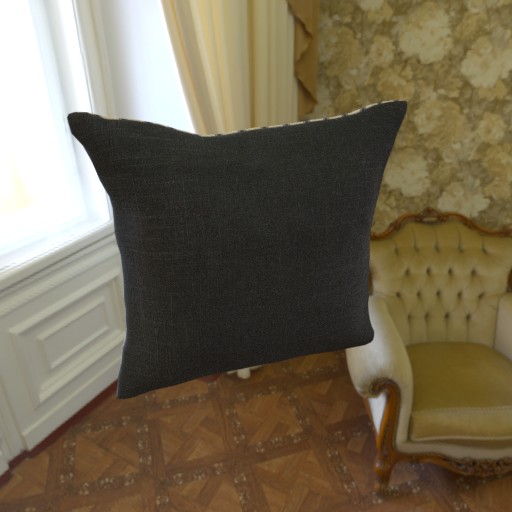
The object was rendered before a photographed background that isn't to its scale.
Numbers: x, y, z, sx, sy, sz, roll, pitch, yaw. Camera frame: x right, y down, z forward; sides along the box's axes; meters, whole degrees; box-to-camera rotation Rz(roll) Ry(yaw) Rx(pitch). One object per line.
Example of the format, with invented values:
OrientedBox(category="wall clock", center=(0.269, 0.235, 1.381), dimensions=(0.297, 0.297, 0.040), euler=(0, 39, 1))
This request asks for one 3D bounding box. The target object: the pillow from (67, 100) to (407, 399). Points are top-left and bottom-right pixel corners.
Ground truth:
OrientedBox(category="pillow", center=(0.000, 0.000, 0.678), dimensions=(0.468, 0.444, 0.138), euler=(-8, 28, -16))
